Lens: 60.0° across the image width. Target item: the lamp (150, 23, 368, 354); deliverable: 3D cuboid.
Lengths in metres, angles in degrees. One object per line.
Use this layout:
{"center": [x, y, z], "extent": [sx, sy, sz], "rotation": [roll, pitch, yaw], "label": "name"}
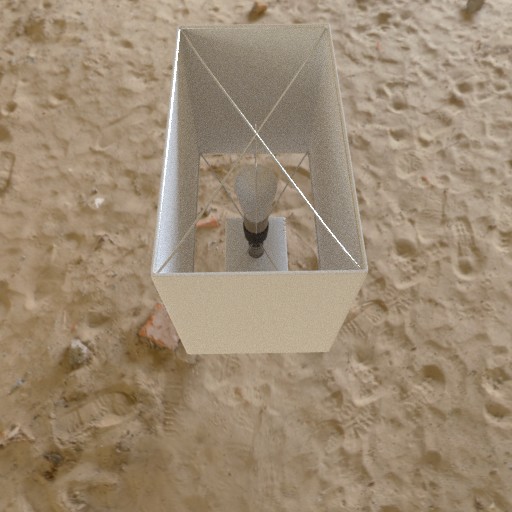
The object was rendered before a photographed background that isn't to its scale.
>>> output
{"center": [0.000, 0.000, 0.685], "extent": [0.182, 0.543, 0.334], "rotation": [-1, 61, 0], "label": "lamp"}
